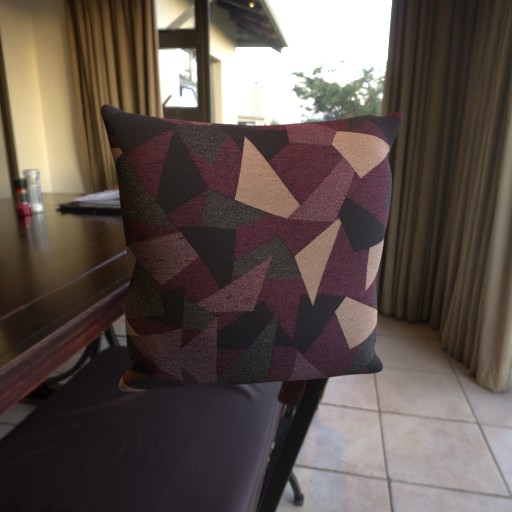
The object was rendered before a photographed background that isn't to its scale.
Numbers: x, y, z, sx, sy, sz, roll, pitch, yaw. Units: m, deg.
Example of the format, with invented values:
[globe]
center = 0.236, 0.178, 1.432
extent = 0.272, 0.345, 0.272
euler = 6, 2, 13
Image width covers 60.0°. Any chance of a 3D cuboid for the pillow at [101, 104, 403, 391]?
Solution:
[pillow]
center = 0.000, 0.000, 0.768
extent = 0.503, 0.496, 0.208
euler = -2, 16, -8
